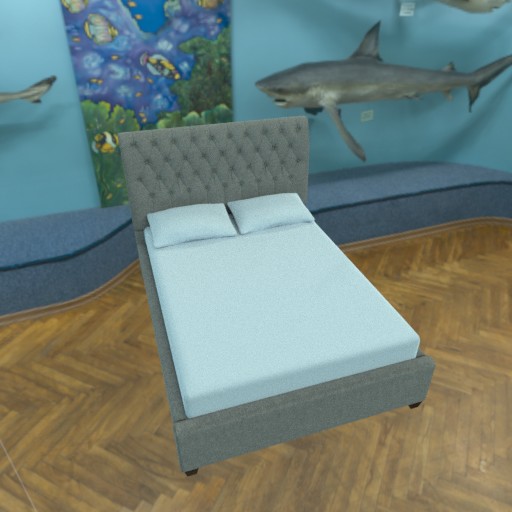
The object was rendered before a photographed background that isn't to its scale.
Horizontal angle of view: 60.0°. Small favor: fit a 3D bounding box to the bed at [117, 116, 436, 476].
[{"bbox_3d":[0.000,0.000,3.290,1.645,1.371,2.252,-10,34,-15],"label":"bed"}]
